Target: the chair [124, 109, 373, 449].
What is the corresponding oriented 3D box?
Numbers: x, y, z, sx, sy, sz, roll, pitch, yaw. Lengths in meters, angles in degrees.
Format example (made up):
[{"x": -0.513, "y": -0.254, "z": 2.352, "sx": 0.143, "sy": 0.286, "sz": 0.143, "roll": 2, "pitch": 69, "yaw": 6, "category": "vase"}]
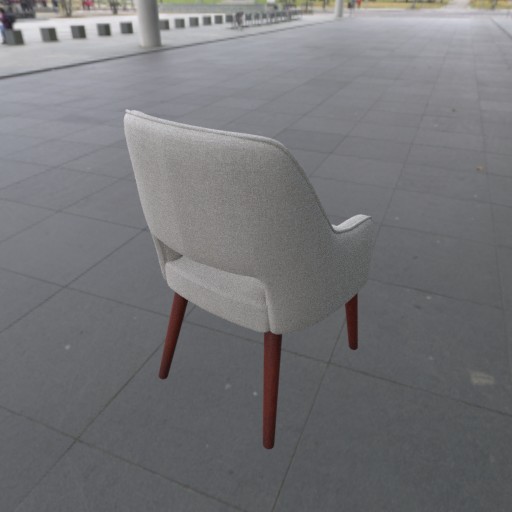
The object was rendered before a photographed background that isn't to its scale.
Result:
[{"x": 0.000, "y": 0.000, "z": 1.246, "sx": 0.560, "sy": 0.840, "sz": 0.580, "roll": 21, "pitch": 36, "yaw": 32, "category": "chair"}]
